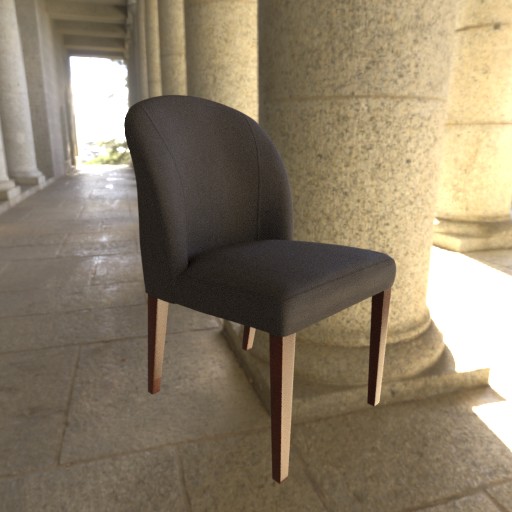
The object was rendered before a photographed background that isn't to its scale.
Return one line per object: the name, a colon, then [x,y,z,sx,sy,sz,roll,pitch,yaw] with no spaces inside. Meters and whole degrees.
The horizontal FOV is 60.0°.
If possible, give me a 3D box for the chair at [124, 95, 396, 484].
chair: [0.000,0.000,1.230,0.619,0.879,0.506,14,20,42]
